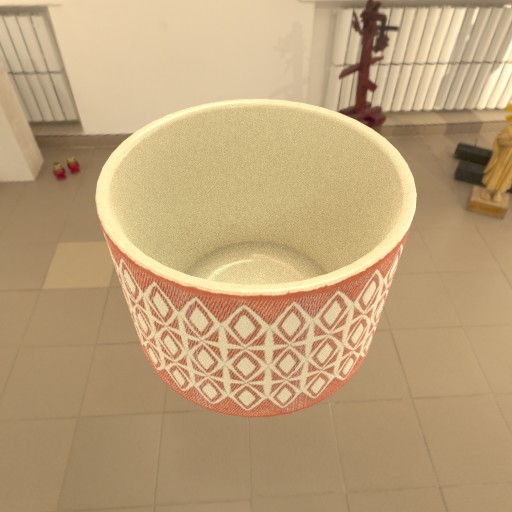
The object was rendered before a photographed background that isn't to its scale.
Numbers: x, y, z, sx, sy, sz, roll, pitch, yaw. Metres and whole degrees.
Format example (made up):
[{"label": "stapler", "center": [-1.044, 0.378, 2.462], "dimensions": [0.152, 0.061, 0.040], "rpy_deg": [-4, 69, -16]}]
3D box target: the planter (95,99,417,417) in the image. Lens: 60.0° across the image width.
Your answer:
[{"label": "planter", "center": [0.000, 0.000, 0.325], "dimensions": [0.192, 0.148, 0.192], "rpy_deg": [0, 46, 0]}]
